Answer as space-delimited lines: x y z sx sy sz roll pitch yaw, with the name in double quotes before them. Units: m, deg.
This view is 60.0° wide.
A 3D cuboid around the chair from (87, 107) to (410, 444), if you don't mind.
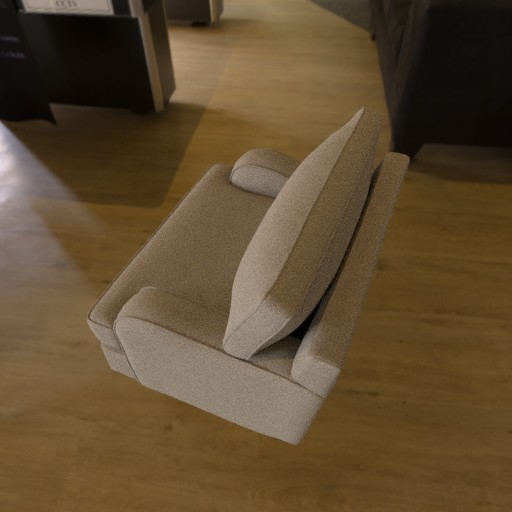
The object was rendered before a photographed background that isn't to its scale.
"chair" 0.000 0.000 2.016 1.040 1.016 1.220 17 49 16
